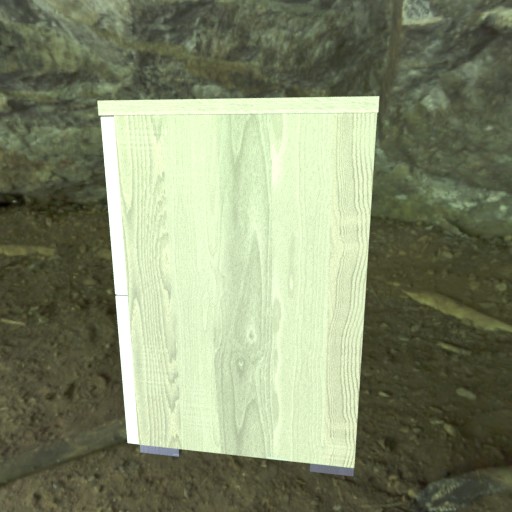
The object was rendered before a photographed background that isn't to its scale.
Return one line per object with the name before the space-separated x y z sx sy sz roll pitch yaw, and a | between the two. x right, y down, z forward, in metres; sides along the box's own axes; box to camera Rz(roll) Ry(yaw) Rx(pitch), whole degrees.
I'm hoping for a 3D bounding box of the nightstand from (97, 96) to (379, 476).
nightstand | 0.000 0.000 0.746 0.325 0.461 0.442 2 14 9
